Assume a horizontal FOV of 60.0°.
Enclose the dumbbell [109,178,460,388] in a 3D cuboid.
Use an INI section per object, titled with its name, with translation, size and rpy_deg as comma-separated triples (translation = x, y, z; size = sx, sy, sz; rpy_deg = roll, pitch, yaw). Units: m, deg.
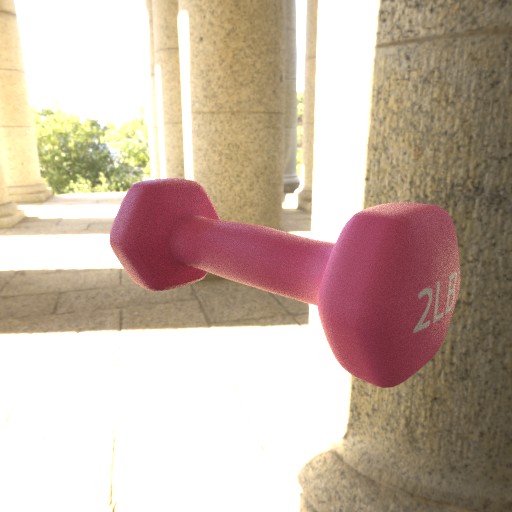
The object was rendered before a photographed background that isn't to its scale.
[dumbbell]
translation = 0.000, 0.000, 0.175
size = 0.146, 0.053, 0.058
rpy_deg = 14, 21, 43
